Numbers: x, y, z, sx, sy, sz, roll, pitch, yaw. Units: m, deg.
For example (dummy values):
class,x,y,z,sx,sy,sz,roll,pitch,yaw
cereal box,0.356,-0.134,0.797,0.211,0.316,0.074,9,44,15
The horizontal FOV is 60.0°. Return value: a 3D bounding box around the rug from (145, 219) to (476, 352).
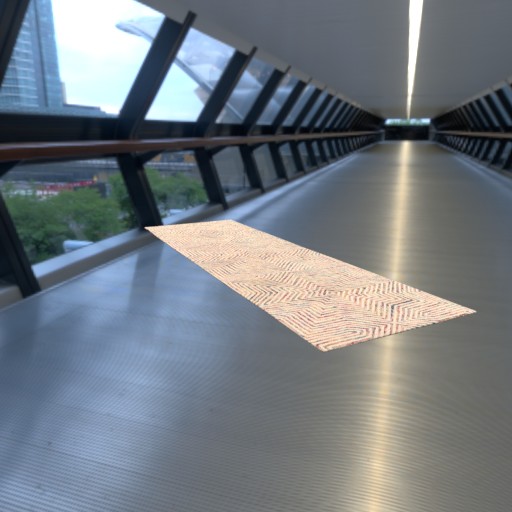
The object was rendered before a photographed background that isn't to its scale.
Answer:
class,x,y,z,sx,sy,sz,roll,pitch,yaw
rug,0.000,0.000,2.683,0.771,0.009,2.443,-7,16,-26
